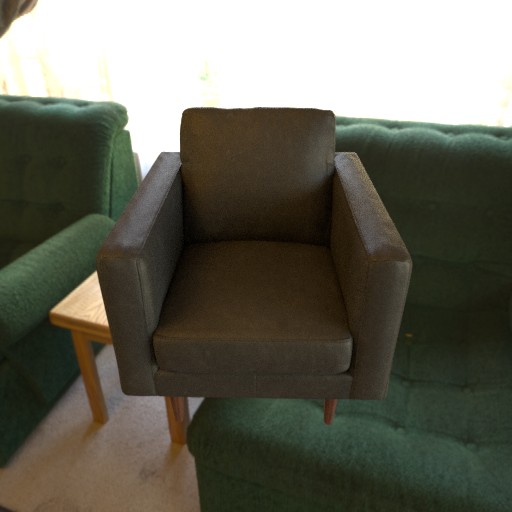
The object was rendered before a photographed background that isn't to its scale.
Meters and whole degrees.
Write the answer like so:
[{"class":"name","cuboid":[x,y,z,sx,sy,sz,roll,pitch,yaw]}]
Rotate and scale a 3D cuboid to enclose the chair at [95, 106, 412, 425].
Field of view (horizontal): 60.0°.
[{"class":"chair","cuboid":[0.000,0.000,1.580,0.831,0.898,0.879,1,31,1]}]
